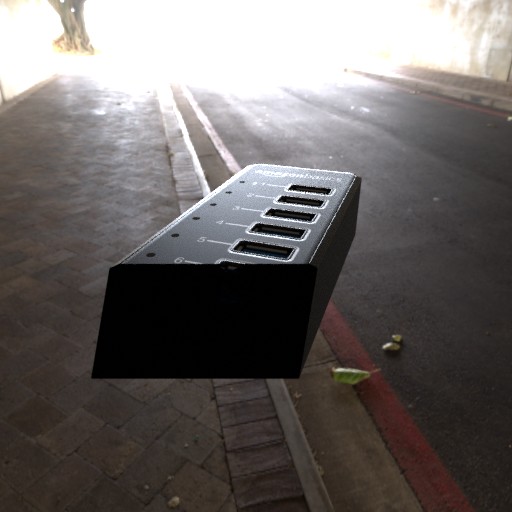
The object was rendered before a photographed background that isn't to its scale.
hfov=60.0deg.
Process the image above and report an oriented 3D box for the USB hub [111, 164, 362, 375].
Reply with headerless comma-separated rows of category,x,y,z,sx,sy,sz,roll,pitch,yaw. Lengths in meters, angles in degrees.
USB hub,0.000,0.000,0.128,0.044,0.023,0.110,9,29,18
